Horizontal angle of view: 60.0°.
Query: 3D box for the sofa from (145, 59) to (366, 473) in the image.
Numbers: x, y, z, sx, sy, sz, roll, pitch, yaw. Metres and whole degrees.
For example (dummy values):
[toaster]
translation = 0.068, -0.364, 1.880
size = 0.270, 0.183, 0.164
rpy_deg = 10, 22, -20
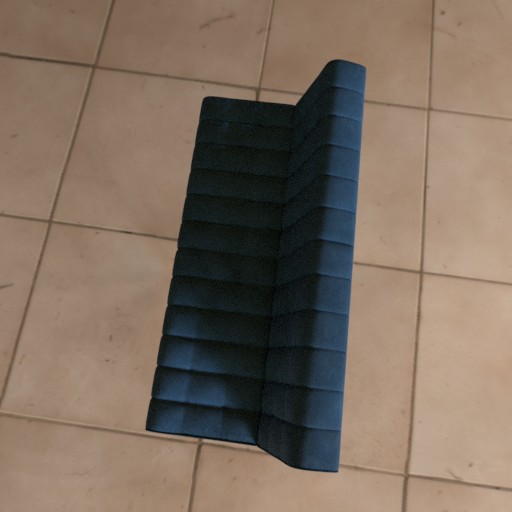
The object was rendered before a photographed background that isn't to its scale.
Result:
[sofa]
translation = 0.000, 0.000, 2.273
size = 0.855, 0.813, 1.804
rpy_deg = 7, 75, 2
